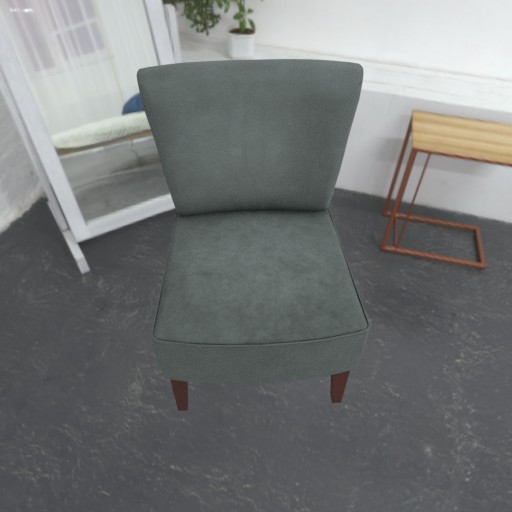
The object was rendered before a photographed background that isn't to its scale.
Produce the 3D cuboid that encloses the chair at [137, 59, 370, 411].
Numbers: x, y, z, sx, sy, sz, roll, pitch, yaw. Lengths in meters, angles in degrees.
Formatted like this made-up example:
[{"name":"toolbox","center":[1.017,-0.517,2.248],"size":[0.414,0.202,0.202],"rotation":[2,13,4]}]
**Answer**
[{"name":"chair","center":[0.000,0.000,1.159],"size":[0.521,0.806,0.554],"rotation":[-2,47,-2]}]
